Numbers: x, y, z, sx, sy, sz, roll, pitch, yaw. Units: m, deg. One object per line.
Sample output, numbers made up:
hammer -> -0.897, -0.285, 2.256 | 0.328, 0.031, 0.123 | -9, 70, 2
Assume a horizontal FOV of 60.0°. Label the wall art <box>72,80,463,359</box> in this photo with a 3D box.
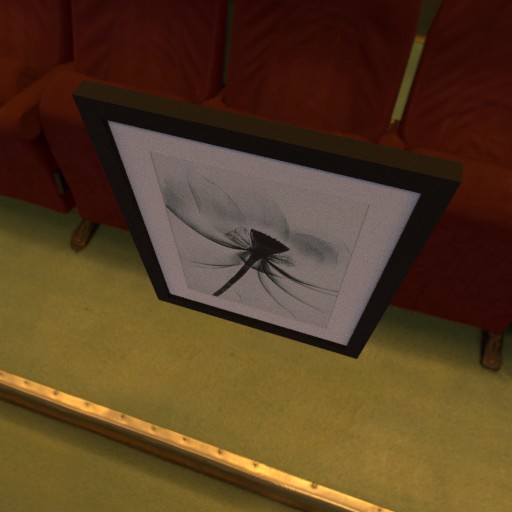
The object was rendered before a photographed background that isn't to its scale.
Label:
wall art -> 0.000, 0.000, 0.741 | 0.457, 0.559, 0.029 | 15, 59, 9
